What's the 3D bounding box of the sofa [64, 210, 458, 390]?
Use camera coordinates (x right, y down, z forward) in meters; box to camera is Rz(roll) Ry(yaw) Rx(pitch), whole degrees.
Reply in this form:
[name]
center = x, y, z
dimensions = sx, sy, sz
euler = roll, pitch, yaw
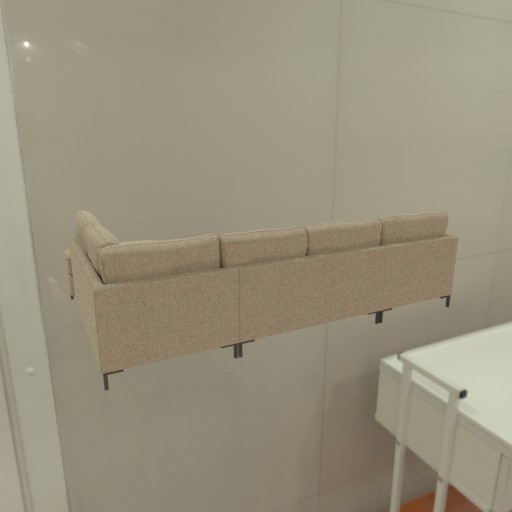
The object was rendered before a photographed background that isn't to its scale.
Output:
[sofa]
center = 0.000, 0.000, 4.448
dimensions = 3.423, 0.996, 2.021
euler = -8, 17, -26
